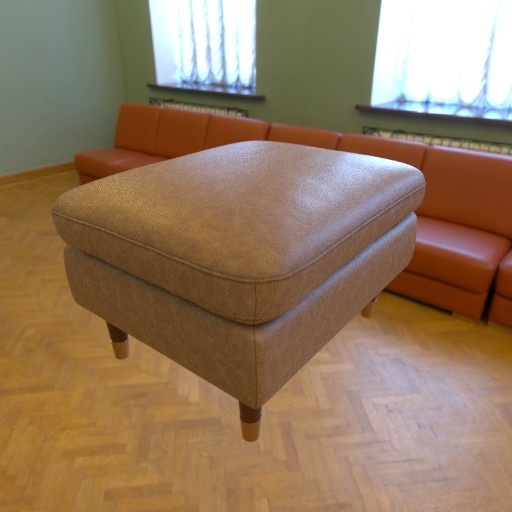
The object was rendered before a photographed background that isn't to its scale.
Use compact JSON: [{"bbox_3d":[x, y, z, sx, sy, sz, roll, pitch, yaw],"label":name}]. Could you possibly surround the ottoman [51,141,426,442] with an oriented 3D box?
[{"bbox_3d":[0.000,0.000,1.111,0.593,0.478,0.747,19,32,33],"label":"ottoman"}]
